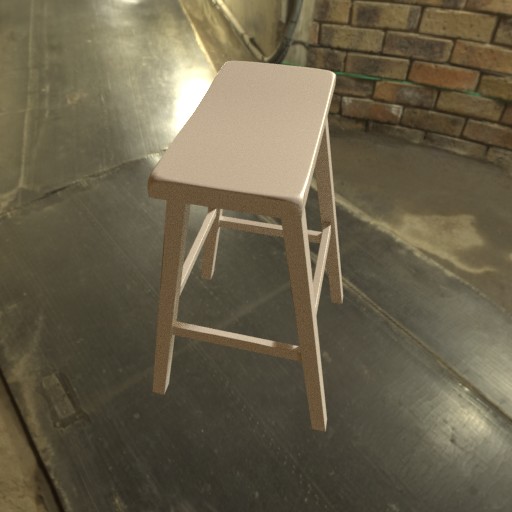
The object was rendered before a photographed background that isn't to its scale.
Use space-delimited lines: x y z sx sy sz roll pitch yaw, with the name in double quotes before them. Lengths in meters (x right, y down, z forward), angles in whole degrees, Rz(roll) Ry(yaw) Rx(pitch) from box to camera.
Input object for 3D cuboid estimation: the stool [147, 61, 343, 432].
"stool" 0.000 0.000 1.066 0.476 0.737 0.457 10 47 9
